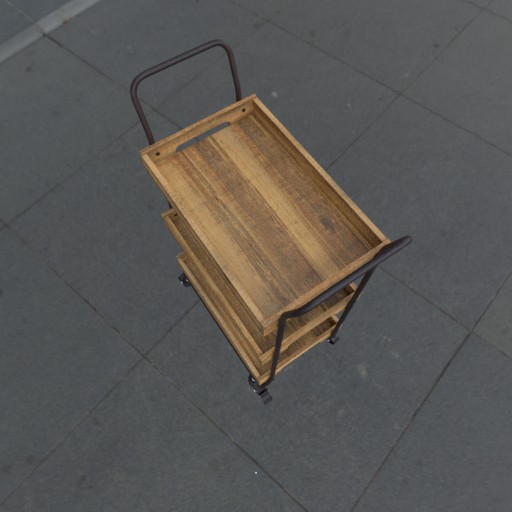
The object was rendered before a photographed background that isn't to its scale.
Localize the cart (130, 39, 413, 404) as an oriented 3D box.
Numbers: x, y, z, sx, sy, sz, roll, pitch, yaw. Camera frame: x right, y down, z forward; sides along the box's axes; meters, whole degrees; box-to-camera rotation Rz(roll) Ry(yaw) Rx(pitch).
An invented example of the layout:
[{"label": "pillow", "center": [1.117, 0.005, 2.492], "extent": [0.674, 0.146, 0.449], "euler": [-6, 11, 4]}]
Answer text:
[{"label": "cart", "center": [0.000, 0.000, 1.173], "extent": [0.339, 0.857, 0.583], "euler": [-31, 68, -14]}]
